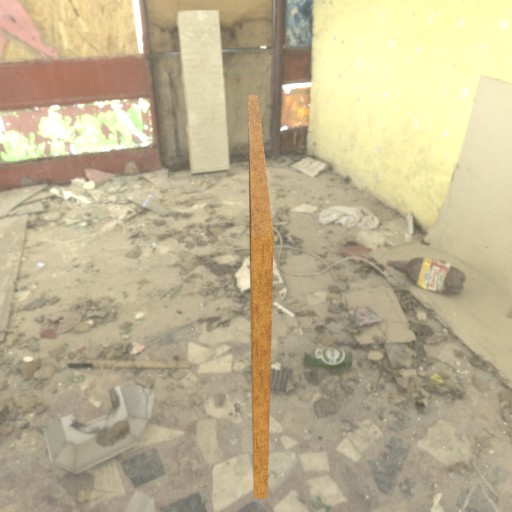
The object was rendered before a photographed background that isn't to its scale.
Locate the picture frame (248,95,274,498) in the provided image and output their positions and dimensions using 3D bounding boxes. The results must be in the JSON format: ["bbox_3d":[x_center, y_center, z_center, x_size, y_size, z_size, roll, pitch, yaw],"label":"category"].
[{"bbox_3d":[0.000,0.000,1.157,0.029,0.621,0.922,-1,31,-1],"label":"picture frame"}]
